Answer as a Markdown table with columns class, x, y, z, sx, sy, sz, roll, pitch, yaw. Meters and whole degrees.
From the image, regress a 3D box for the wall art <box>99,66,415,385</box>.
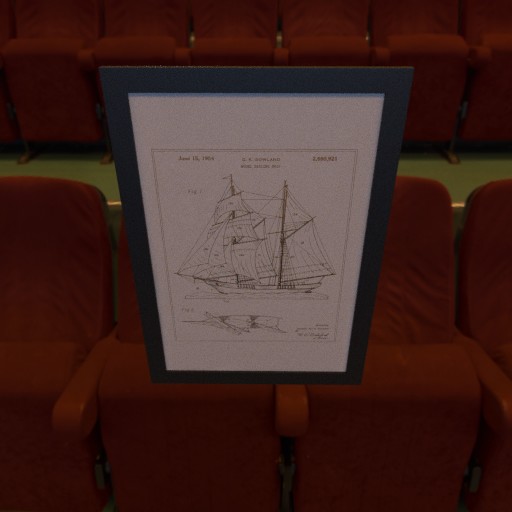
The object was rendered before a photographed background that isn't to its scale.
| class | x | y | z | sx | sy | sz | roll | pitch | yaw |
| --- | --- | --- | --- | --- | --- | --- | --- | --- | --- |
| wall art | 0.000 | 0.000 | 0.674 | 0.381 | 0.534 | 0.013 | 0 | 31 | 1 |
